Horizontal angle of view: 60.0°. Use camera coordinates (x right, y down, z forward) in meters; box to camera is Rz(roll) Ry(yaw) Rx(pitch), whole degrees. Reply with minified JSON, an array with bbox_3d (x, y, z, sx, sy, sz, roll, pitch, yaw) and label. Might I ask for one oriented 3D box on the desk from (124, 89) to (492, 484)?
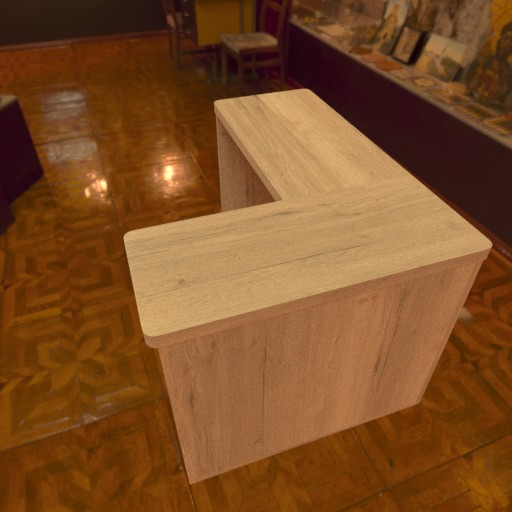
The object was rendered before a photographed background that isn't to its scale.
[{"bbox_3d":[0.000,0.000,1.689,0.900,0.760,1.169,-13,43,-15],"label":"desk"}]
